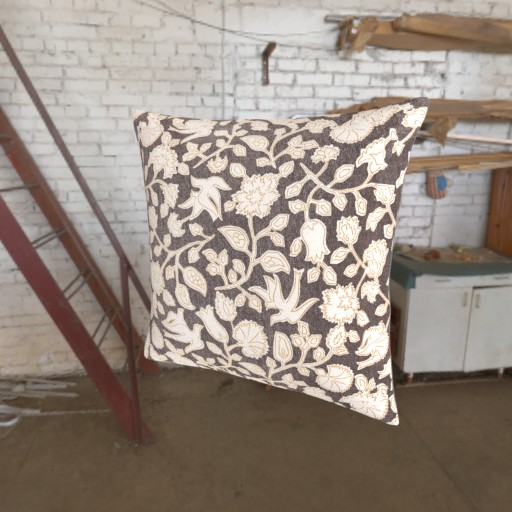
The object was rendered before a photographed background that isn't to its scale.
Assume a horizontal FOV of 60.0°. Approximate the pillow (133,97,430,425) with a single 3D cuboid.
[{"bbox_3d":[0.000,0.000,0.778,0.526,0.507,0.166,7,16,26],"label":"pillow"}]
